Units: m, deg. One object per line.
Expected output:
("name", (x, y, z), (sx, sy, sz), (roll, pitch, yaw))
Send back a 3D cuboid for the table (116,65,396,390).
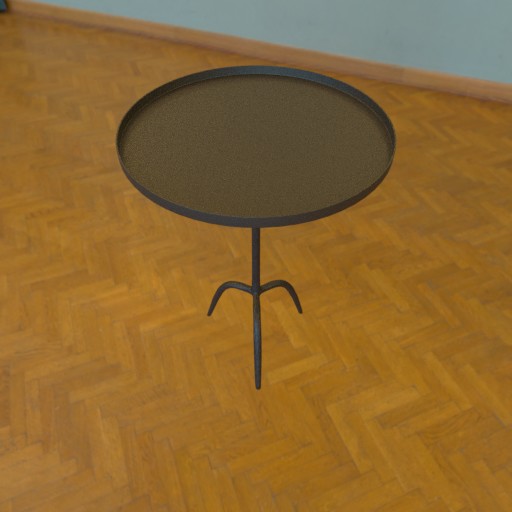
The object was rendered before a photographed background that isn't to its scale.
("table", (0.000, 0.000, 1.066), (0.502, 0.700, 0.502), (16, 49, 15))
